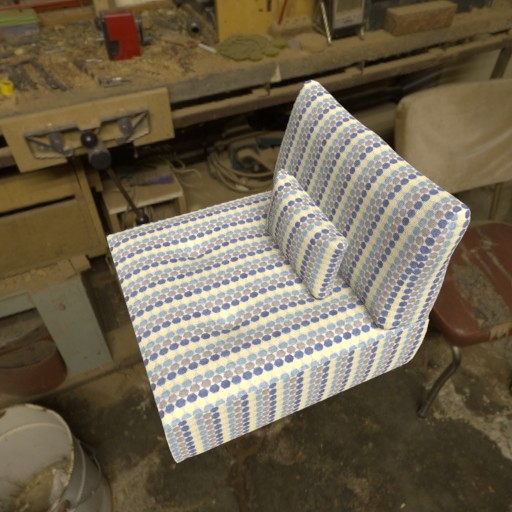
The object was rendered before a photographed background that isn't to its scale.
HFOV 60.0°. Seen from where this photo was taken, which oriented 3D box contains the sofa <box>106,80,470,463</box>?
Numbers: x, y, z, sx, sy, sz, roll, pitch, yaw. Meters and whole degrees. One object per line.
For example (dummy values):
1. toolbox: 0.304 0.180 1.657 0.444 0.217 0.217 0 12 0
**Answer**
1. sofa: 0.000 0.000 1.665 1.000 0.830 0.930 -18 49 -16
